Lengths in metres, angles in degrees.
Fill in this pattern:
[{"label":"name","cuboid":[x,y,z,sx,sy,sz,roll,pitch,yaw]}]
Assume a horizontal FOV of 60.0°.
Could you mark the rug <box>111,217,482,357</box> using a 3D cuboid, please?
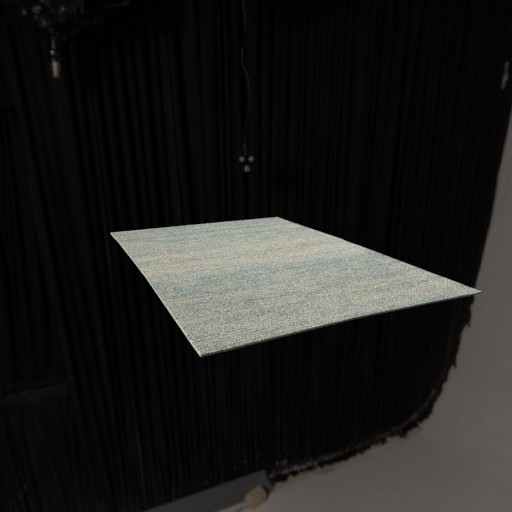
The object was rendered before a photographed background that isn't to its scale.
[{"label":"rug","cuboid":[0.000,0.000,5.350,2.802,0.052,4.078,-8,18,-25]}]
